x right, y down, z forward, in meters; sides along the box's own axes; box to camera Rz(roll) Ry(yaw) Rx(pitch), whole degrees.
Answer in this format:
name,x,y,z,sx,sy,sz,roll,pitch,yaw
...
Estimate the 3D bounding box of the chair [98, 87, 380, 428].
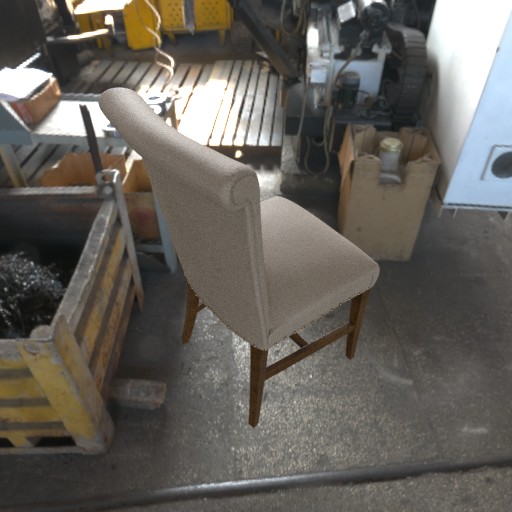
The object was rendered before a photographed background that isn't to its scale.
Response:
name,x,y,z,sx,sy,sz,roll,pitch,yaw
chair,0.000,0.000,1.336,0.608,0.988,0.513,-28,49,-28
